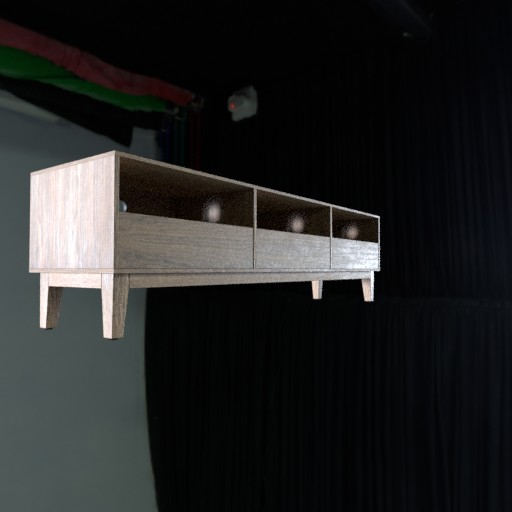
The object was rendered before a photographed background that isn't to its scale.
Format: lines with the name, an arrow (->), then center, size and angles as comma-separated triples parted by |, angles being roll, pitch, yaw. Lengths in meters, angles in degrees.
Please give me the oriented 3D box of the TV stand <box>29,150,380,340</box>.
TV stand -> 0.000, 0.000, 1.640 | 0.366, 0.409, 1.482 | -1, -2, 37
